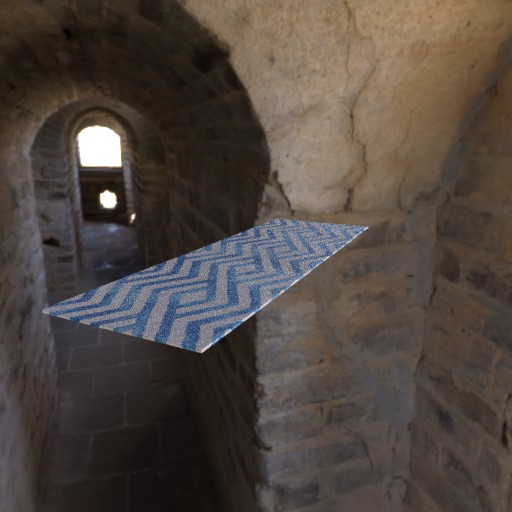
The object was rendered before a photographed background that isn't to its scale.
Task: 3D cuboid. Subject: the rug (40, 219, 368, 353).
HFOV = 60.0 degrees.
[{"bbox_3d":[0.000,0.000,1.683,0.503,0.007,1.492,8,17,26],"label":"rug"}]
